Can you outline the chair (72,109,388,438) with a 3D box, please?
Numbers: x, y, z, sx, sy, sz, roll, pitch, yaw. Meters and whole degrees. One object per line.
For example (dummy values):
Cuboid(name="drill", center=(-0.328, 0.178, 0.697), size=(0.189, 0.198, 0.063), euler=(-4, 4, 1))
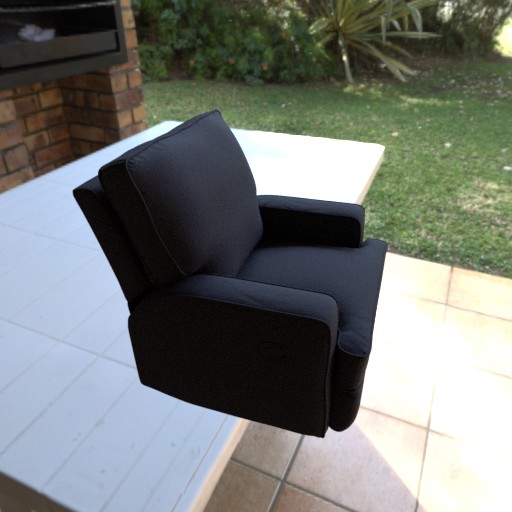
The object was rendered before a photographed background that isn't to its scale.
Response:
Cuboid(name="chair", center=(0.000, 0.000, 1.722), size=(0.964, 0.962, 0.861), euler=(10, 33, 16))
